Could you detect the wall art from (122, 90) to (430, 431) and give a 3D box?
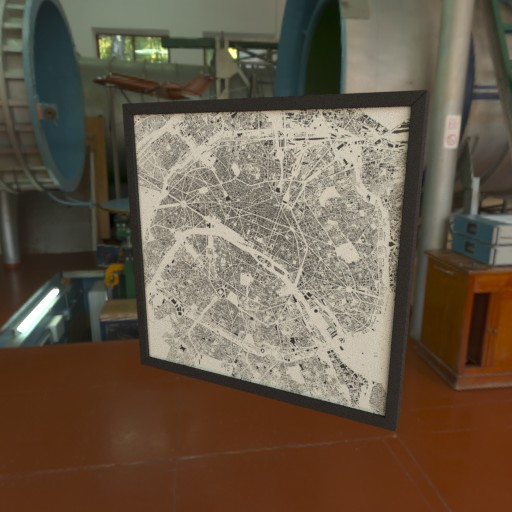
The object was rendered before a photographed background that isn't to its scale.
[{"bbox_3d":[0.000,0.000,0.756,0.508,0.508,0.037,7,16,25],"label":"wall art"}]
